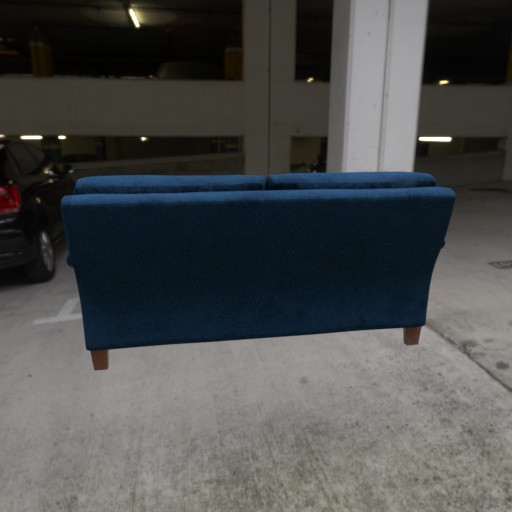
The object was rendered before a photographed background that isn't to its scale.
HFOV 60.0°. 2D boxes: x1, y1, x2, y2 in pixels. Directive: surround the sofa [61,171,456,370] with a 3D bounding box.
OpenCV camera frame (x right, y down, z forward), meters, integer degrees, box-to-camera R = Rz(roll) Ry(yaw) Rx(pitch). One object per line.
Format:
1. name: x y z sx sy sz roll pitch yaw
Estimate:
1. sofa: 0.000 0.000 2.873 2.141 1.101 1.084 -3 16 -9
